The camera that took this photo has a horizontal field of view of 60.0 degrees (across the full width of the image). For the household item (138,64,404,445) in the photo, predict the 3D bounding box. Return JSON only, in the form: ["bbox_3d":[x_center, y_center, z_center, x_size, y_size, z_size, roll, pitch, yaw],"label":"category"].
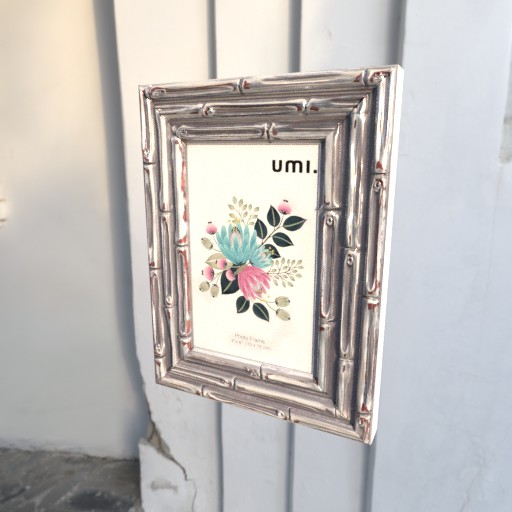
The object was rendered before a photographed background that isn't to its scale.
[{"bbox_3d":[0.000,0.000,0.287,0.165,0.216,0.025,7,15,26],"label":"household item"}]
